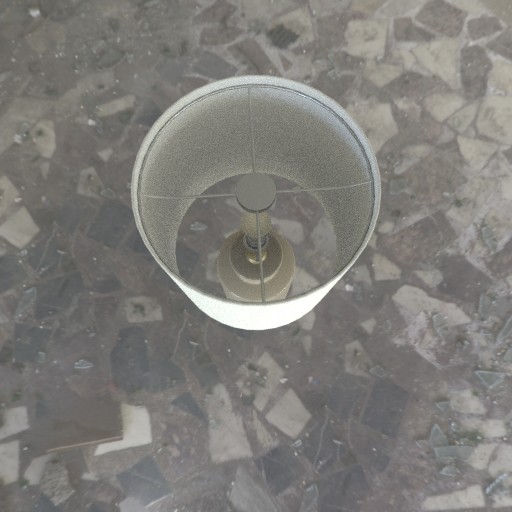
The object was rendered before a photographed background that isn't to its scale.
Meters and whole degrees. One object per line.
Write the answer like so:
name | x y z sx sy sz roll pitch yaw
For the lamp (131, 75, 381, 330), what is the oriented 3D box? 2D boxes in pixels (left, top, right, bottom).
lamp | 0.000 0.000 0.613 0.212 0.493 0.212 -4 75 -1
